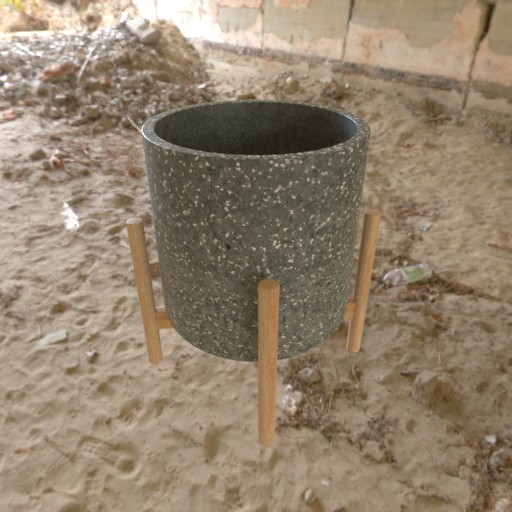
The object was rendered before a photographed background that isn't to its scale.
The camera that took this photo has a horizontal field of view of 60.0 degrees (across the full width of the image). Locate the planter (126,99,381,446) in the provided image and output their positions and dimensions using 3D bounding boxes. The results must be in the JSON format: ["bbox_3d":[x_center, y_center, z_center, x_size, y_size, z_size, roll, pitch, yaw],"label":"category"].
[{"bbox_3d":[0.000,0.000,0.708,0.360,0.419,0.360,9,32,15],"label":"planter"}]
